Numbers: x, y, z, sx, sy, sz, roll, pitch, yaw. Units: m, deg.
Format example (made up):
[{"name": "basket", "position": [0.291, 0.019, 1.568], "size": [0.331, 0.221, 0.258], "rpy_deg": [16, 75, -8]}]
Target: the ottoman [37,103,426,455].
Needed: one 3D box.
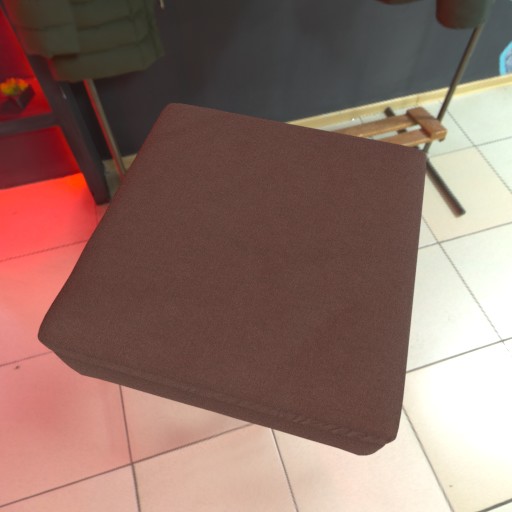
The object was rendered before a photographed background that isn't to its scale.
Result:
[{"name": "ottoman", "position": [0.000, 0.000, 1.761], "size": [1.181, 0.470, 1.181], "rpy_deg": [13, 59, 8]}]
